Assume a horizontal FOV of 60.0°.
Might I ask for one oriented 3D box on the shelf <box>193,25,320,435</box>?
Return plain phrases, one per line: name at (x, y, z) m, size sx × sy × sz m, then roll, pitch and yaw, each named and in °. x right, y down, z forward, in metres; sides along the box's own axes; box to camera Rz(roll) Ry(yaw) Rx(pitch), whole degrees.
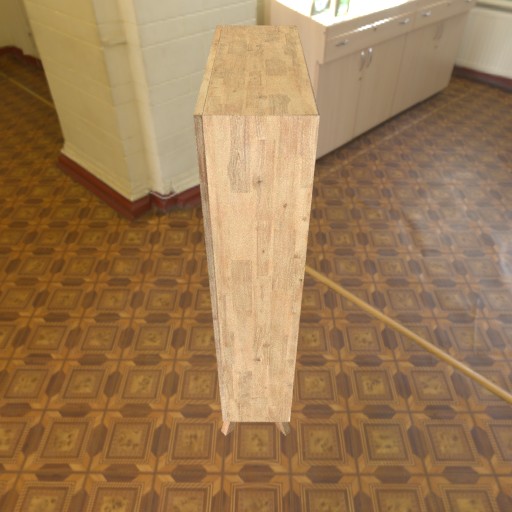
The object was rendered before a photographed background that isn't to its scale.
shelf at (0.000, 0.000, 1.739) m, size 0.308 × 1.471 × 0.748 m, roll 0°, pitch 41°, yaw 0°
